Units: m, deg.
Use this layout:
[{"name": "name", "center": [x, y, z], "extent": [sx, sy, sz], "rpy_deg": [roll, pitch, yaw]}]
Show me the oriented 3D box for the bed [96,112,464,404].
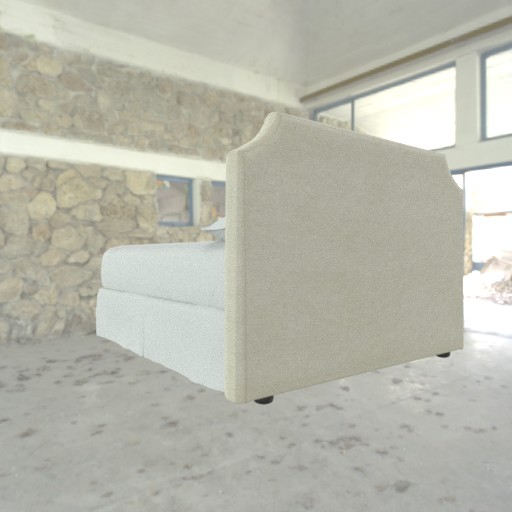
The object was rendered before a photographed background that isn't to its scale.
[{"name": "bed", "center": [0.000, 0.000, 3.216], "extent": [1.828, 1.297, 2.164], "rpy_deg": [0, 0, -37]}]
